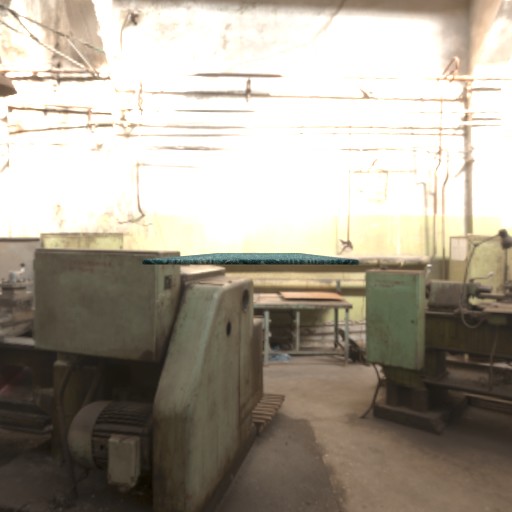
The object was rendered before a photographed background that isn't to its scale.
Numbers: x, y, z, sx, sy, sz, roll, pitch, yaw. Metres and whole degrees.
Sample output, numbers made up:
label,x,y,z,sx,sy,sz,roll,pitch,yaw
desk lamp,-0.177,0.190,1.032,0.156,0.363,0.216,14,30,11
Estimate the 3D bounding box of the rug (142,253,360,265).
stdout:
label,x,y,z,sx,sy,sz,roll,pitch,yaw
rug,0.000,0.000,2.509,0.676,0.016,2.286,0,1,1
